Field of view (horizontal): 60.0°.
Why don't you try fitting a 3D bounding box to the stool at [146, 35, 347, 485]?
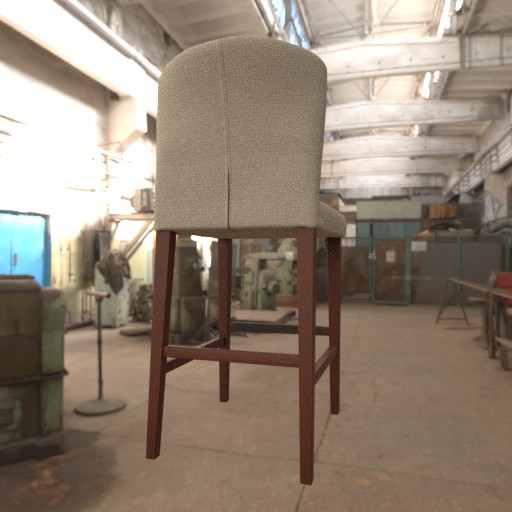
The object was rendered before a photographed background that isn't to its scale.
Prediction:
[{"bbox_3d":[0.000,0.000,1.342,0.481,1.069,0.568,0,0,18],"label":"stool"}]
